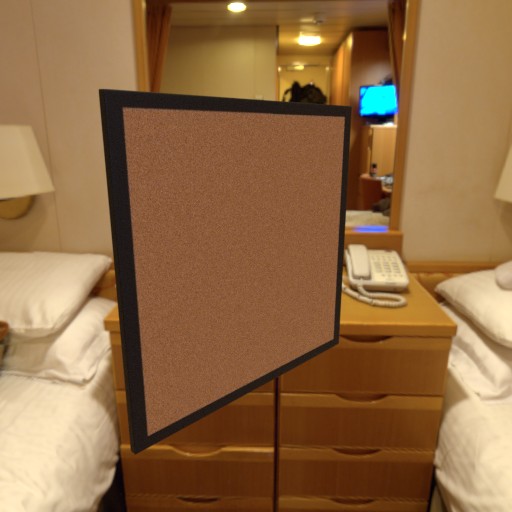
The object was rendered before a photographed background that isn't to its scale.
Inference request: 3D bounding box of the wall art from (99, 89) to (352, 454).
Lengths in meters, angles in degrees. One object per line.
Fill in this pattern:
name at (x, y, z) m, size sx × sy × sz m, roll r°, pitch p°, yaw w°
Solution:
wall art at (0.000, 0.000, 0.987) m, size 0.663 × 0.659 × 0.016 m, roll -15°, pitch 21°, yaw -42°
